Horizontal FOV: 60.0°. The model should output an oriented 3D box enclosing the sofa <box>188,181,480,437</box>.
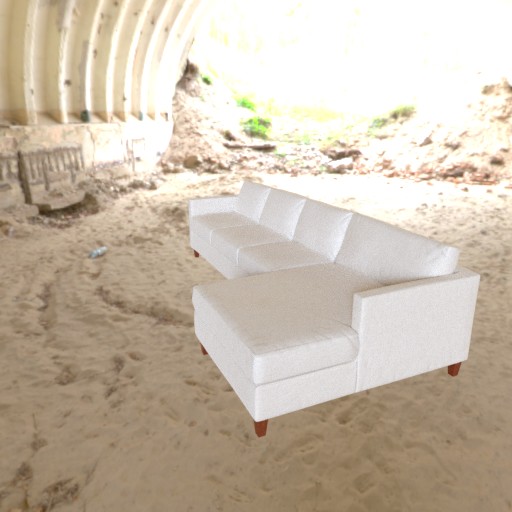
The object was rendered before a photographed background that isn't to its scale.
[{"bbox_3d":[0.000,0.000,4.067,1.606,0.954,3.471,-8,19,-23],"label":"sofa"}]
